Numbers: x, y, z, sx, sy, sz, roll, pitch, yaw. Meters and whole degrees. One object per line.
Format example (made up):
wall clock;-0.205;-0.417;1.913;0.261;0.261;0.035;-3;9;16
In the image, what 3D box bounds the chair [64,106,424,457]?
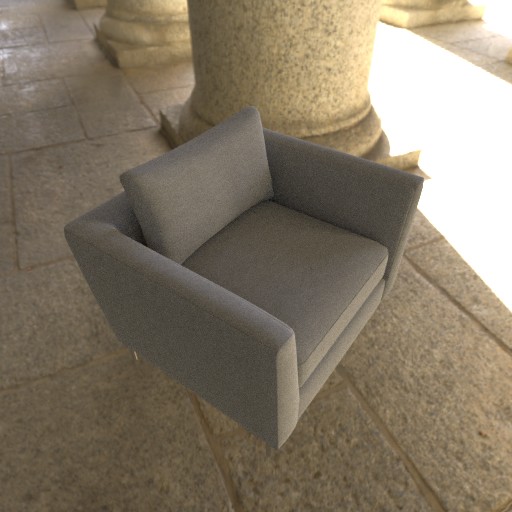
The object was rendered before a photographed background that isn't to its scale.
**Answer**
chair;0.000;0.000;1.747;0.889;0.864;1.041;25;47;26
